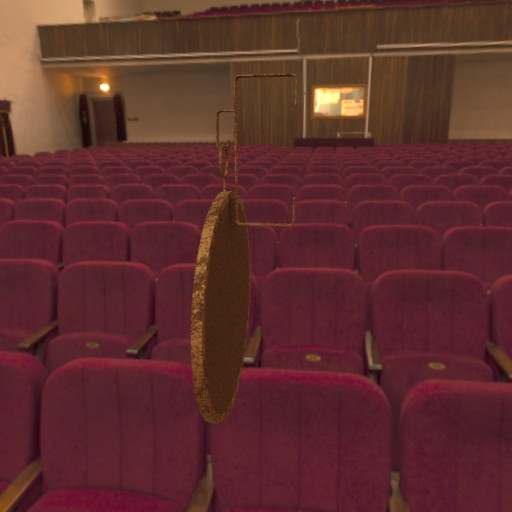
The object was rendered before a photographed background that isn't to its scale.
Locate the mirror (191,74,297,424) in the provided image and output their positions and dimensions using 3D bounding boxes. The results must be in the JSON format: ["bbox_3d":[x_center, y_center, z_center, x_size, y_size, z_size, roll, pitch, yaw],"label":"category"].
[{"bbox_3d":[0.000,0.000,0.854,0.144,0.651,0.447,2,14,8],"label":"mirror"}]
